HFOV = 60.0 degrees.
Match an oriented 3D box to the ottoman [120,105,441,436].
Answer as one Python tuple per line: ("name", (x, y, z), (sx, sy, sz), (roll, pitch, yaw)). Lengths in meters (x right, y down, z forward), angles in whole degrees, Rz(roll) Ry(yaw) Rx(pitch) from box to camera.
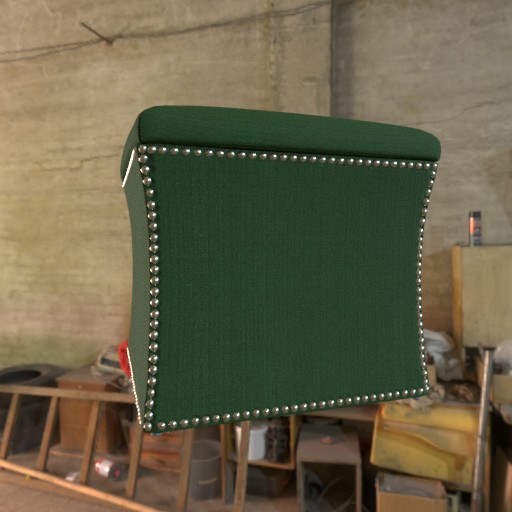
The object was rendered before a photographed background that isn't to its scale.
("ottoman", (0.000, 0.000, 0.882), (0.507, 0.475, 0.497), (-1, 3, -18))
